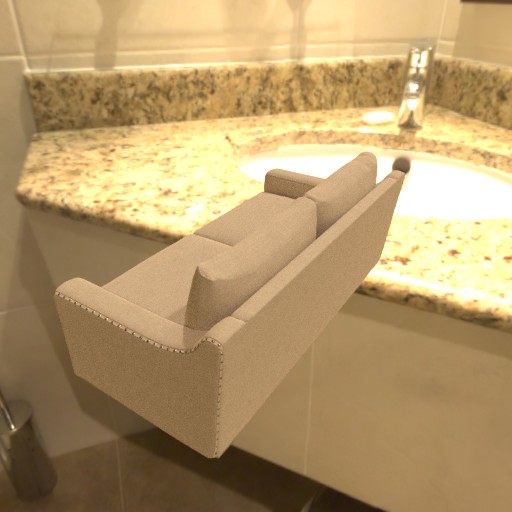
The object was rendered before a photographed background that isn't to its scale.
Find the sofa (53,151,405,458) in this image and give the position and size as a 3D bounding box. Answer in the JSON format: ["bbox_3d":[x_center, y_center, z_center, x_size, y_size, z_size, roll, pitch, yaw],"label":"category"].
[{"bbox_3d":[0.000,0.000,2.755,1.104,0.983,2.107,19,36,28],"label":"sofa"}]
